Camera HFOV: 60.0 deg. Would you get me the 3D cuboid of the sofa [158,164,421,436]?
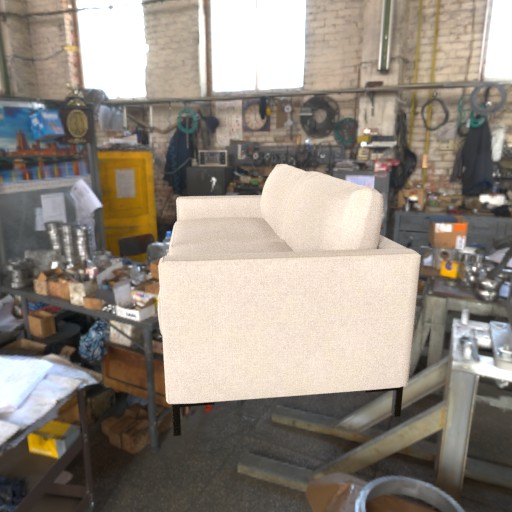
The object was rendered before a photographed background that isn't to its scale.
[{"bbox_3d":[0.000,0.000,2.229,0.875,0.840,1.682,-2,15,-8],"label":"sofa"}]
